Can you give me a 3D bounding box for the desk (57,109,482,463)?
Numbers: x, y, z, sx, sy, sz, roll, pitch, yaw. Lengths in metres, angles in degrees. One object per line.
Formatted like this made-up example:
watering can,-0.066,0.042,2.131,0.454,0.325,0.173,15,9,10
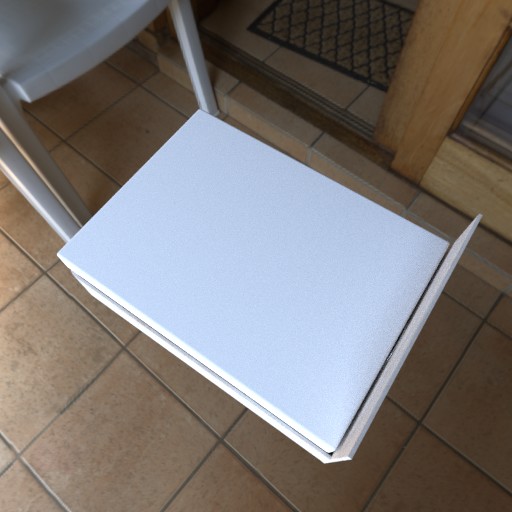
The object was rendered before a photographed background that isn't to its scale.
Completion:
desk,0.000,0.000,2.647,1.900,0.800,1.400,32,68,14
